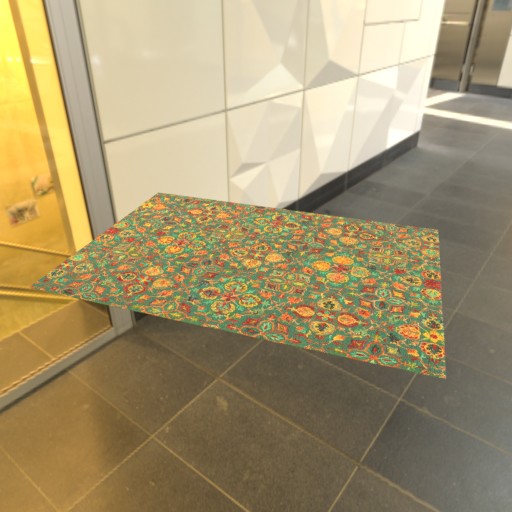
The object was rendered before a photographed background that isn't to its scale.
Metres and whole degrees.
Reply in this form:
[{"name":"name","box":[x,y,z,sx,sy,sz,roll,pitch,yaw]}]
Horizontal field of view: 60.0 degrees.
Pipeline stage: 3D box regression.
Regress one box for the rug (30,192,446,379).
[{"name":"rug","box":[0.000,0.000,2.906,2.290,0.016,1.527,9,32,16]}]
